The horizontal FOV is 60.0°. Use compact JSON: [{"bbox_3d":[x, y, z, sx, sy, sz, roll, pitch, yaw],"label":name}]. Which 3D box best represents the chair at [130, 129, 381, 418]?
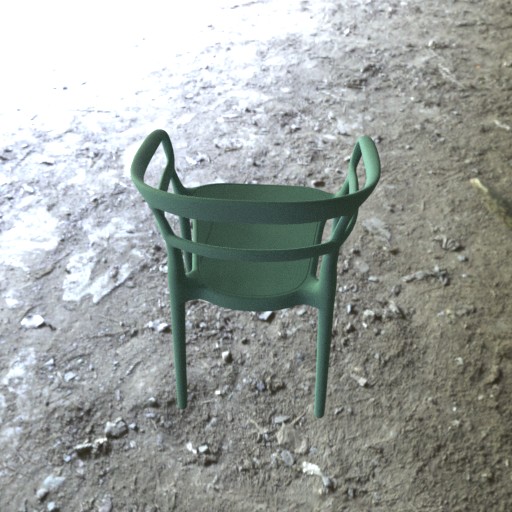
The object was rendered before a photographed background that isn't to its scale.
[{"bbox_3d":[0.000,0.000,1.163,0.559,0.761,0.527,3,45,3],"label":"chair"}]
